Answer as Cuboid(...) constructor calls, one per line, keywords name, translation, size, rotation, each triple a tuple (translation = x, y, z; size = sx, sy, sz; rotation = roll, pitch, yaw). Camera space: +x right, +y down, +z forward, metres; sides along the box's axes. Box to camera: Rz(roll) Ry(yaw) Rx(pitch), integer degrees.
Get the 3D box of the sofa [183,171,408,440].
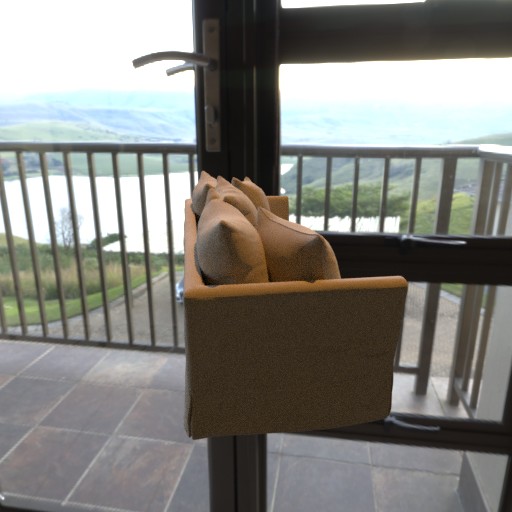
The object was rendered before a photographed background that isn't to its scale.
Cuboid(name="sofa", translation=(0.000, 0.000, 3.121), size=(1.046, 1.047, 2.499), rotation=(-2, 17, -8))
